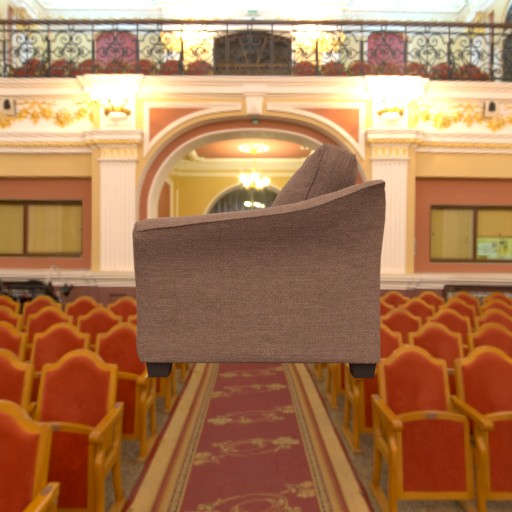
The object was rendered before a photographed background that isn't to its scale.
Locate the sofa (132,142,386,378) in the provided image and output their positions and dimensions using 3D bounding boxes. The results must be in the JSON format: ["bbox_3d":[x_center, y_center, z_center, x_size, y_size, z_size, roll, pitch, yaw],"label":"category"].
[{"bbox_3d":[0.000,0.000,2.755,0.980,0.965,2.270,0,0,0],"label":"sofa"}]
